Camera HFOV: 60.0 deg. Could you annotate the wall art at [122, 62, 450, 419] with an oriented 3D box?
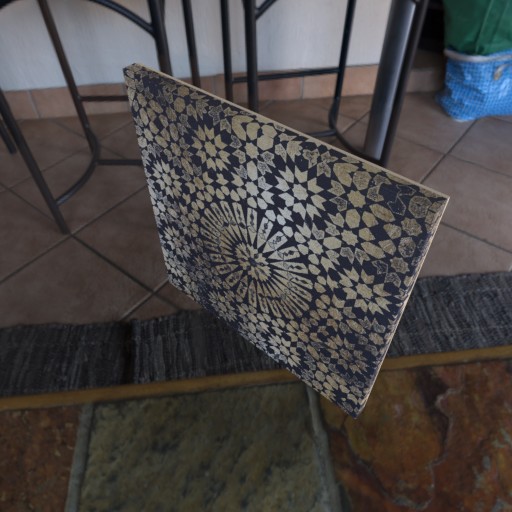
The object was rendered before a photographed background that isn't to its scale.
[{"bbox_3d":[0.000,0.000,0.907,0.612,0.612,0.038,32,54,26],"label":"wall art"}]
